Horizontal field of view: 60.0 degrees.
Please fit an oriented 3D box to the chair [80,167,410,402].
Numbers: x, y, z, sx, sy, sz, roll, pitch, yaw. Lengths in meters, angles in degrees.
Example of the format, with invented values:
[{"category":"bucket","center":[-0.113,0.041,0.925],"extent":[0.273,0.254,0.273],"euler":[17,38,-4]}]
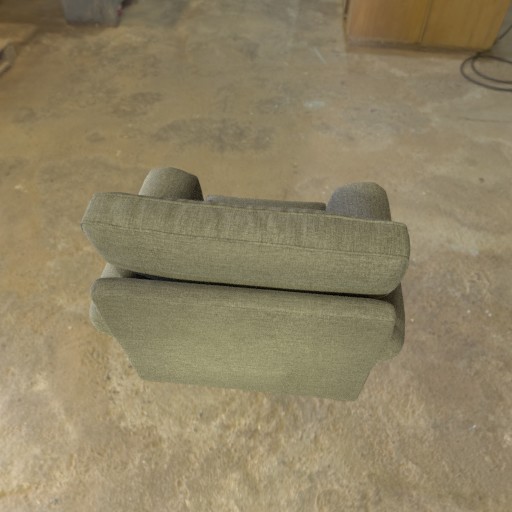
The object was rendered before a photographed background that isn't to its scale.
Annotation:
[{"category":"chair","center":[0.000,0.000,1.835],"extent":[1.092,0.961,0.965],"euler":[5,47,4]}]
